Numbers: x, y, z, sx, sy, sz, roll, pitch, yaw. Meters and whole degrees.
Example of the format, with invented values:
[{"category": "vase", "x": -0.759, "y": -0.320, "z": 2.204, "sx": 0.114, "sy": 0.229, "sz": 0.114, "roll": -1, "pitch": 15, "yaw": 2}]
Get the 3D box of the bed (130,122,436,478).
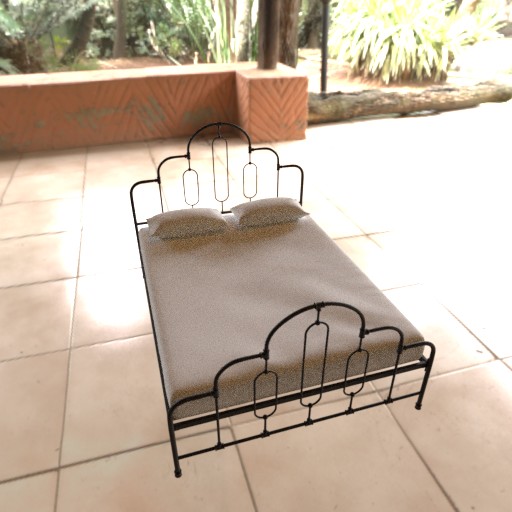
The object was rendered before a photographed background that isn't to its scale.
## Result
[{"category": "bed", "x": 0.000, "y": 0.000, "z": 3.250, "sx": 1.640, "sy": 1.429, "sz": 2.163, "roll": -9, "pitch": 32, "yaw": -15}]
